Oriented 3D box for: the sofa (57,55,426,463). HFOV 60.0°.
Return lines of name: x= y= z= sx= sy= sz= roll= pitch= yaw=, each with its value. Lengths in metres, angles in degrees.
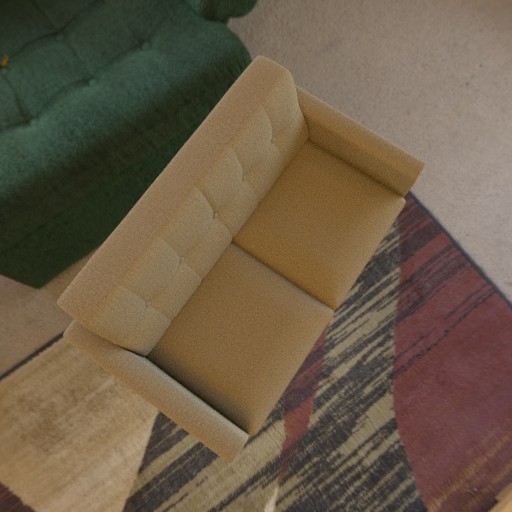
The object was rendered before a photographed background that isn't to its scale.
sofa: x=0.000 y=0.000 z=2.204 sx=0.952 sy=0.925 sz=1.651 roll=34 pitch=77 yaw=9
